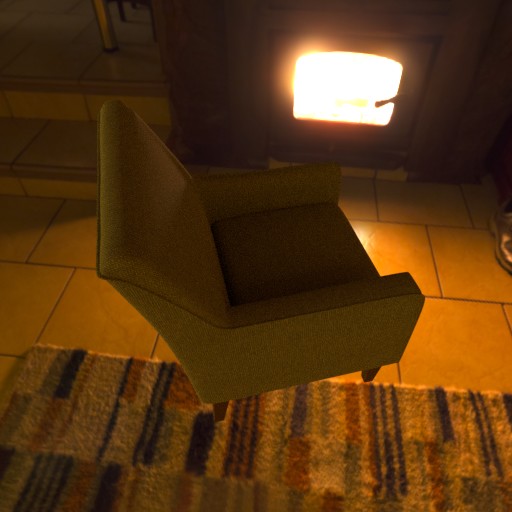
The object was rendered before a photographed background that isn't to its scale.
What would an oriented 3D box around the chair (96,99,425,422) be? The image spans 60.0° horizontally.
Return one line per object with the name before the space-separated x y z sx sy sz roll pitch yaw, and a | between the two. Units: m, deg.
chair | 0.000 0.000 1.596 0.899 0.919 0.780 -10 47 -9
